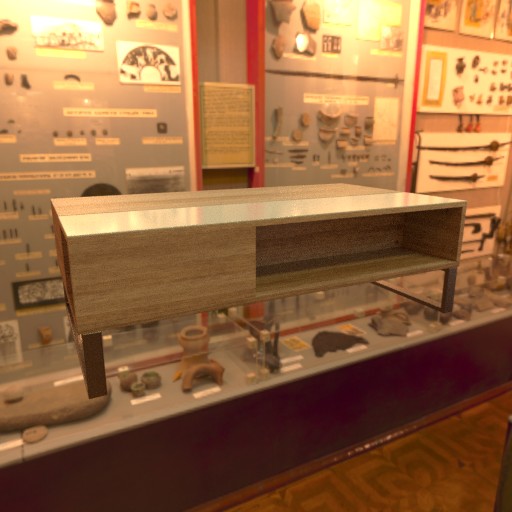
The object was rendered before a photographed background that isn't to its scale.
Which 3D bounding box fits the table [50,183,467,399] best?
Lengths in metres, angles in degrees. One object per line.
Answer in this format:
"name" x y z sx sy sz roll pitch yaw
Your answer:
"table" 0.000 0.000 1.376 1.100 0.350 0.600 -7 16 -26
